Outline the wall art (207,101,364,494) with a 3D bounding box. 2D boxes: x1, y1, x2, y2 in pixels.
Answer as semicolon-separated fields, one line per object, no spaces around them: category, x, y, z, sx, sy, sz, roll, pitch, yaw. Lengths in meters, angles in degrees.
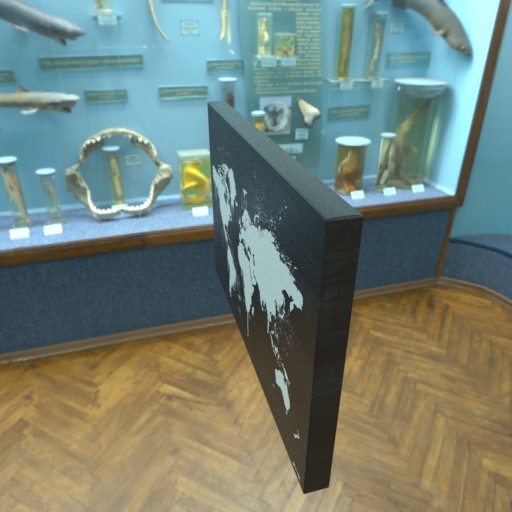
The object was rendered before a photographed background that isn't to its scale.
wall art;0.000;0.000;0.761;0.038;0.409;0.610;-8;30;-14
